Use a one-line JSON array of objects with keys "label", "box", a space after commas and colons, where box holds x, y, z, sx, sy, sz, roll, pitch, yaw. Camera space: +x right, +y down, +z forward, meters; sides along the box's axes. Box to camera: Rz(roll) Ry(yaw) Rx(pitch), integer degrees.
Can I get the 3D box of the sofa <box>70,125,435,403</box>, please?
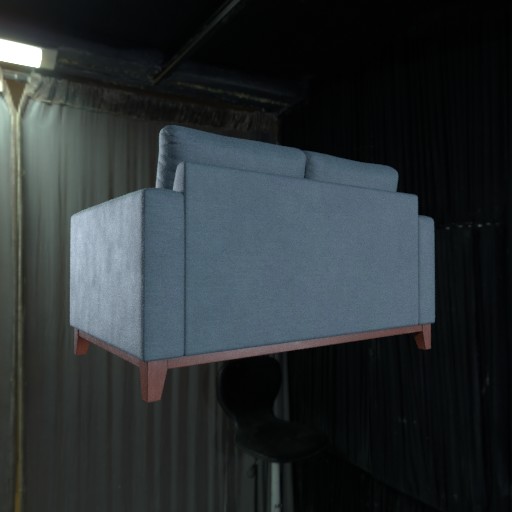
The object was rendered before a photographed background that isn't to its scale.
[{"label": "sofa", "box": [0.000, 0.000, 2.119, 1.489, 0.903, 0.955, 1, -1, -36]}]
